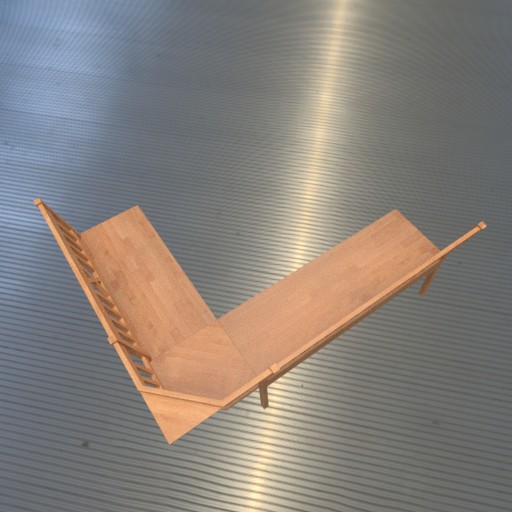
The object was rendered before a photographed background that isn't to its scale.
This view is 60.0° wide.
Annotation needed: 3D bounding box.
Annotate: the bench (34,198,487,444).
[{"bbox_3d":[0.000,0.000,2.792,1.937,0.902,1.537,-30,63,-17],"label":"bench"}]
